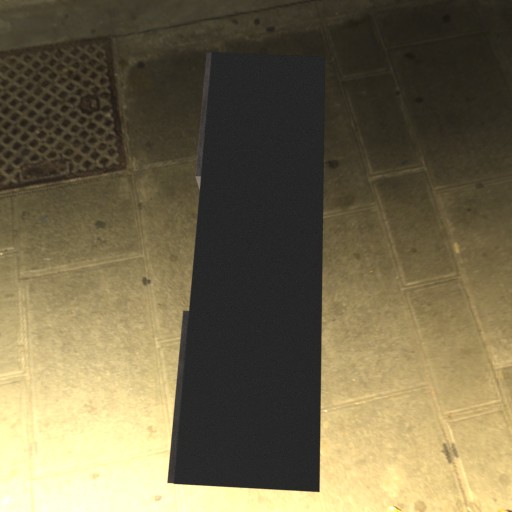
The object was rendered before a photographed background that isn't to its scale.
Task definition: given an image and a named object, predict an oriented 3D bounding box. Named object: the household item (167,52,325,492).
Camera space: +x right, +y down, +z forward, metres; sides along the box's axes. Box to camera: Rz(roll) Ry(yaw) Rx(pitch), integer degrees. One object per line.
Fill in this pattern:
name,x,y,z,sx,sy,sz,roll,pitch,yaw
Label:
household item,0.000,0.000,1.544,0.420,0.310,1.400,3,75,1
